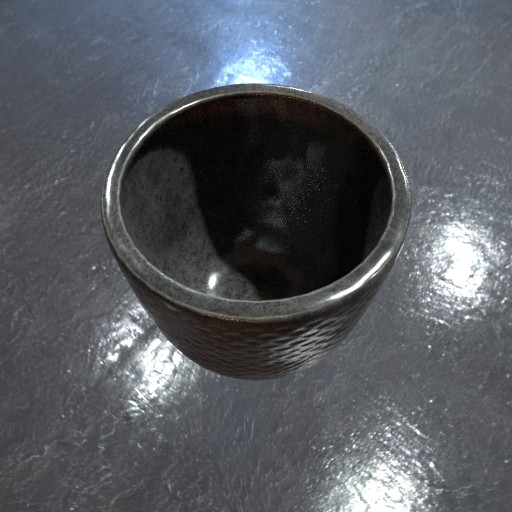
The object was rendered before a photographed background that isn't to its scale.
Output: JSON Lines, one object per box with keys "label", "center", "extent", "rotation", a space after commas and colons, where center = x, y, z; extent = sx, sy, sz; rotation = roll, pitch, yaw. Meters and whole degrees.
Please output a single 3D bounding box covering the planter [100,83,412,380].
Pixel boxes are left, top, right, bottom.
{"label": "planter", "center": [0.000, 0.000, 0.252], "extent": [0.140, 0.129, 0.140], "rotation": [0, 58, 0]}
